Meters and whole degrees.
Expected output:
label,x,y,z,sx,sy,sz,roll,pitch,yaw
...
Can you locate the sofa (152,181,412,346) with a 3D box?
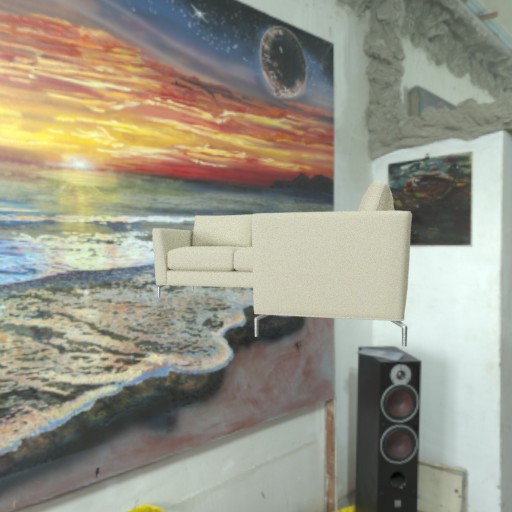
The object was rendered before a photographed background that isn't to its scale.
label,x,y,z,sx,sy,sz,roll,pitch,yaw
sofa,0.000,0.000,3.747,2.430,0.867,2.448,0,1,18
